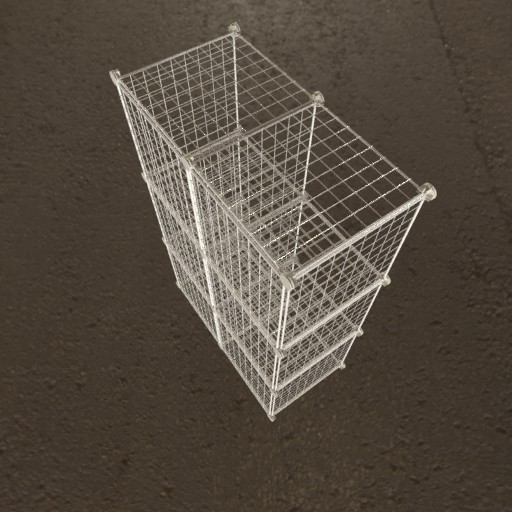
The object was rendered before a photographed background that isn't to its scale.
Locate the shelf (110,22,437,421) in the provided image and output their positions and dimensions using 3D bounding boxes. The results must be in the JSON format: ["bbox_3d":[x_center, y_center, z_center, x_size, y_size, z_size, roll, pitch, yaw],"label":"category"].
[{"bbox_3d":[0.000,0.000,1.400,0.356,1.067,0.711,-31,63,-18],"label":"shelf"}]
